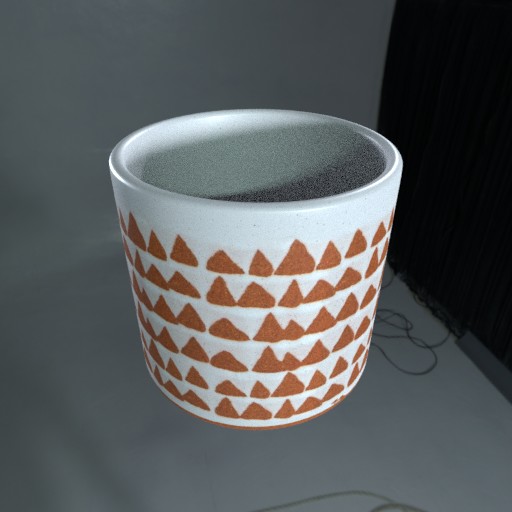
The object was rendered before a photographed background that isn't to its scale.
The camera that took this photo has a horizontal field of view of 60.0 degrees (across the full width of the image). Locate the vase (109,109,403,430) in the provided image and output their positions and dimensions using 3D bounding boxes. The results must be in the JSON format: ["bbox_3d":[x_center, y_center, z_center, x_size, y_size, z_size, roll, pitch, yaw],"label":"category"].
[{"bbox_3d":[0.000,0.000,0.247,0.137,0.127,0.137,0,32,0],"label":"vase"}]
